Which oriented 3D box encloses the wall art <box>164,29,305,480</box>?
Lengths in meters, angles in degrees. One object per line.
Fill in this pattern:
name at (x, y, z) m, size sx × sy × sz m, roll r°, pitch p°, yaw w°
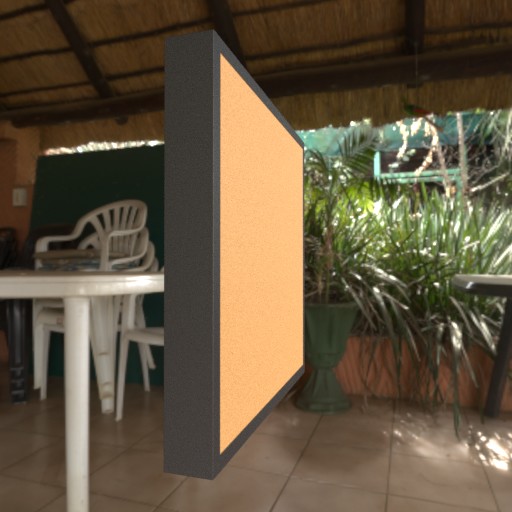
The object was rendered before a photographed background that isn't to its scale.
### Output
wall art at (0.000, 0.000, 0.448) m, size 0.038 × 0.304 × 0.304 m, roll 0°, pitch -1°, yaw 18°
